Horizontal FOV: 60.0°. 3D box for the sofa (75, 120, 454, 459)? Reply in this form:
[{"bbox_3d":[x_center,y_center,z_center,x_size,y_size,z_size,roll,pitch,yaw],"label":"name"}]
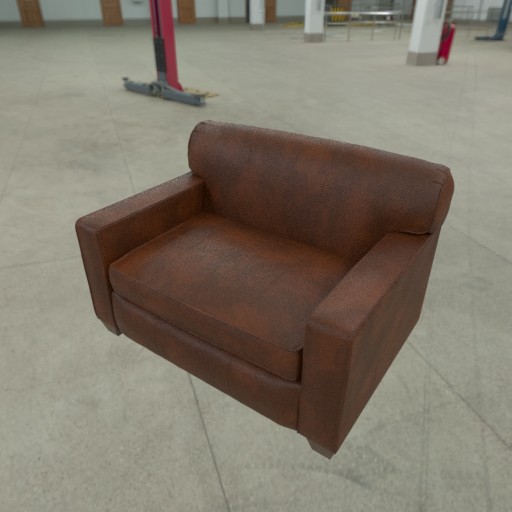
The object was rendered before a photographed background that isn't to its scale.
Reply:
[{"bbox_3d":[0.000,0.000,2.068,1.413,0.956,1.000,20,36,30],"label":"sofa"}]
